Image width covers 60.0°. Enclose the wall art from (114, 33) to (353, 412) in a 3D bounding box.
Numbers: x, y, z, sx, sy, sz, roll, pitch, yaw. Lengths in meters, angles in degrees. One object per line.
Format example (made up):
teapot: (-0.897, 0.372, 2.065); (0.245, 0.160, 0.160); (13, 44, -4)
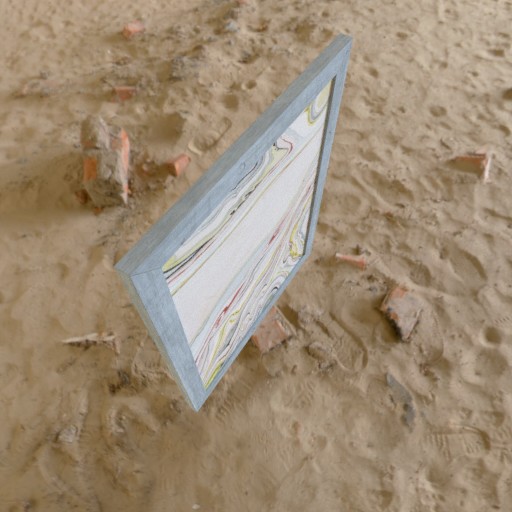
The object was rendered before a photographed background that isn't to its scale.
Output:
wall art: (0.000, 0.000, 0.790); (0.022, 0.582, 0.479); (29, 63, 17)
